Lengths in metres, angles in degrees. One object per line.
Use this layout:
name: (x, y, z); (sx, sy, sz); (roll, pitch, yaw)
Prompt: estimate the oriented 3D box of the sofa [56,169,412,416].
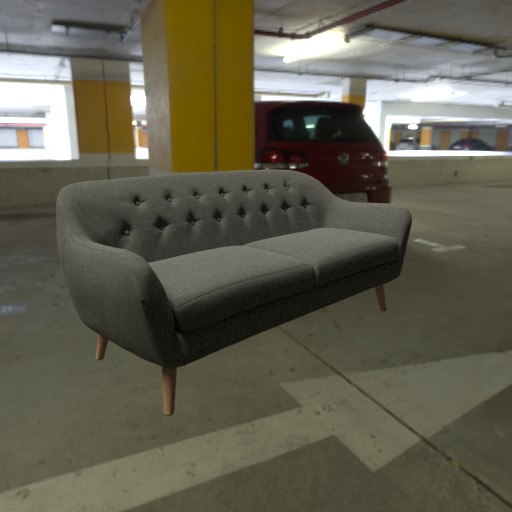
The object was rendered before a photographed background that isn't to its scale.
sofa: (0.000, 0.000, 2.284); (1.840, 0.820, 0.820); (-13, 19, -42)
